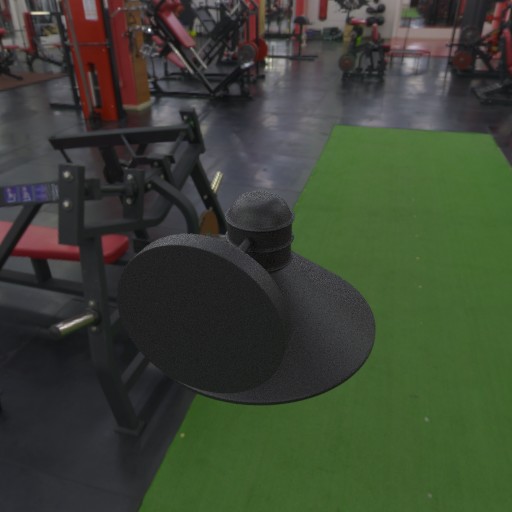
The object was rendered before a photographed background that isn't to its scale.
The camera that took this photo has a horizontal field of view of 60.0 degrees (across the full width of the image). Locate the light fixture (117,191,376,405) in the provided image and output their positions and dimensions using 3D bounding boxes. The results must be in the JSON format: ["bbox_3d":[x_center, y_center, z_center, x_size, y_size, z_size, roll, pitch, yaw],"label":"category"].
[{"bbox_3d":[0.000,0.000,0.696,0.396,0.265,0.434,9,32,16],"label":"light fixture"}]
